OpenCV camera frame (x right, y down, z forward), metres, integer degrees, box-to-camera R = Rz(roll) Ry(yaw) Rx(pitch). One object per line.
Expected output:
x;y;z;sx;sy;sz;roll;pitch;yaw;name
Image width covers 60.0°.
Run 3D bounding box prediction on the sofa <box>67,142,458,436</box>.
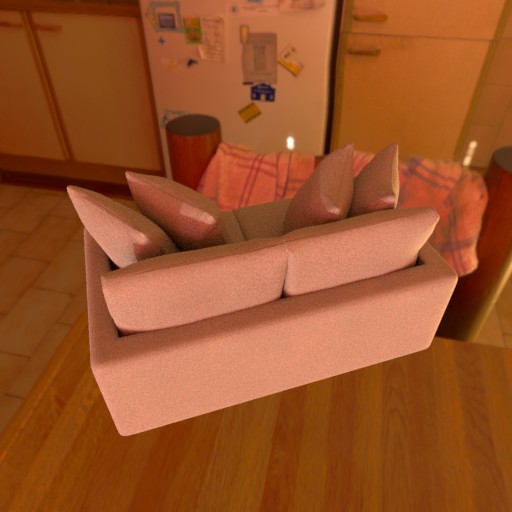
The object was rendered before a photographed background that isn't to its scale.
0.000;0.000;2.591;1.869;1.080;1.228;-12;43;-13;sofa
